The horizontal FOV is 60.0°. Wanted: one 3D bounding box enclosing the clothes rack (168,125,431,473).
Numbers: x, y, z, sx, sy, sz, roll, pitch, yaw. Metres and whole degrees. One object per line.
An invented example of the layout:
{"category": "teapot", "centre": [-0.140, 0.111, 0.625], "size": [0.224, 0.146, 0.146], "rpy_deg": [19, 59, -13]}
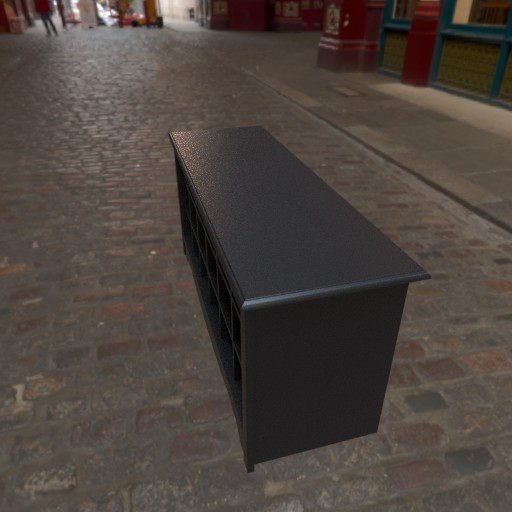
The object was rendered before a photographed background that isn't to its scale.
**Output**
{"category": "clothes rack", "centre": [0.000, 0.000, 1.507], "size": [0.406, 0.556, 1.219], "rpy_deg": [-8, 32, -14]}
